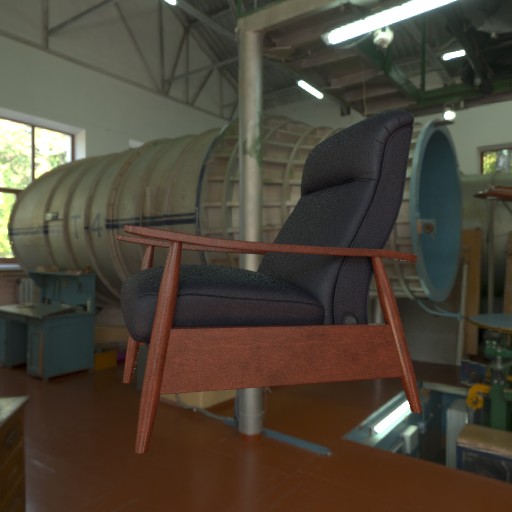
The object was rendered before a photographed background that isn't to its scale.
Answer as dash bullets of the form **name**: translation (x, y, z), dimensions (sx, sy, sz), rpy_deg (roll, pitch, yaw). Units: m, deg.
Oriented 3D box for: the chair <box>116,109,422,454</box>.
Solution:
- **chair**: translation (0.000, 0.000, 1.718), dimensions (1.014, 1.082, 0.762), rpy_deg (0, 0, -19)
